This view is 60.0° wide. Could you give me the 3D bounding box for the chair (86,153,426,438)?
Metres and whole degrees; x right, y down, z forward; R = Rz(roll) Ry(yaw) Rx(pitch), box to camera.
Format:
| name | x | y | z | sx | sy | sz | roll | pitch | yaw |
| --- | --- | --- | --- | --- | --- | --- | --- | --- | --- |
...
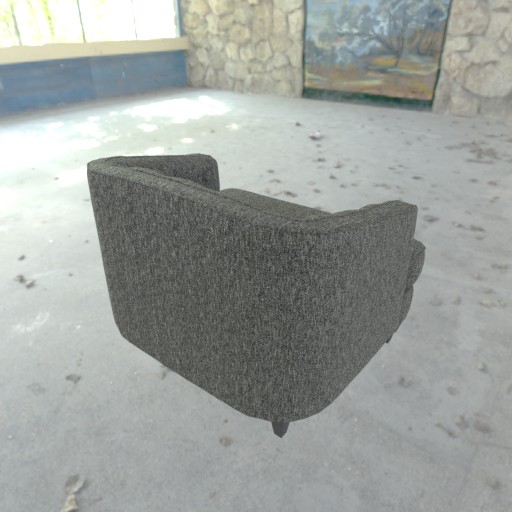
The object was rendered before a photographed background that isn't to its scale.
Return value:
| name | x | y | z | sx | sy | sz | roll | pitch | yaw |
| --- | --- | --- | --- | --- | --- | --- | --- | --- | --- |
| chair | 0.000 | 0.000 | 1.802 | 1.104 | 0.852 | 0.941 | 21 | 35 | 33 |
